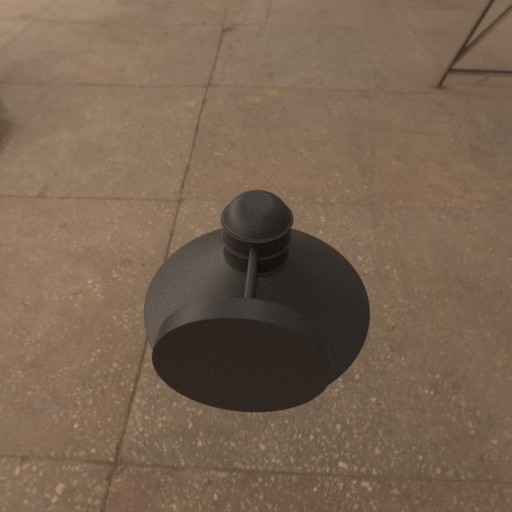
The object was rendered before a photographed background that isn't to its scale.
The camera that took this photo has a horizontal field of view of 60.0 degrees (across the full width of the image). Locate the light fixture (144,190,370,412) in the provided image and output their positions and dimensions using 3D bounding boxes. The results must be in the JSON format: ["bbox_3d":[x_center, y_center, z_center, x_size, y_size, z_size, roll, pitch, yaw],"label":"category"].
[{"bbox_3d":[0.000,0.000,0.685,0.396,0.265,0.434,3,46,3],"label":"light fixture"}]
